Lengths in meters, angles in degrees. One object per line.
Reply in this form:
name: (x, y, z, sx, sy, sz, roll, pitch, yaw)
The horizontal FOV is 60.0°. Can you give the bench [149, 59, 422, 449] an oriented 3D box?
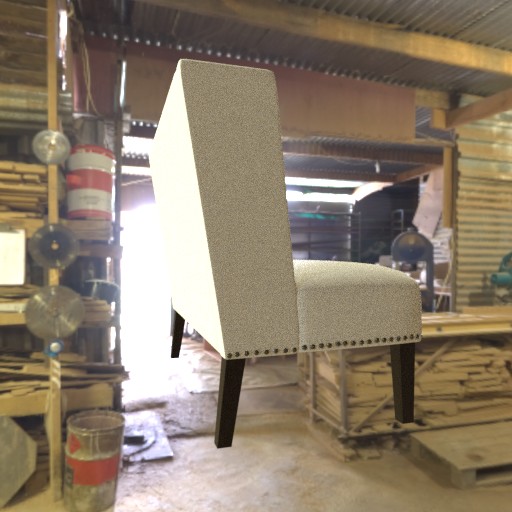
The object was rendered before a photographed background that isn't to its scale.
bench: (0.000, 0.000, 1.967, 0.847, 1.123, 1.280, 0, 0, -17)
